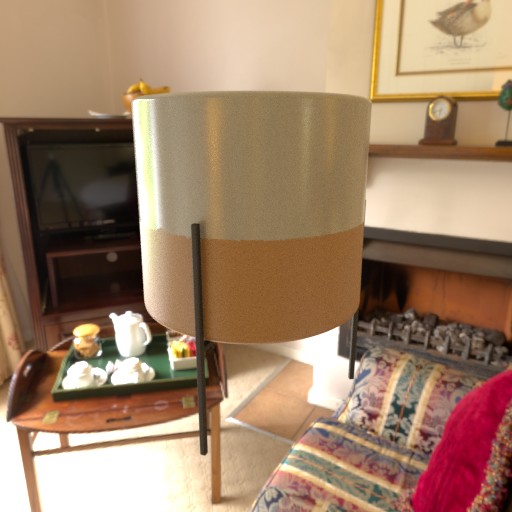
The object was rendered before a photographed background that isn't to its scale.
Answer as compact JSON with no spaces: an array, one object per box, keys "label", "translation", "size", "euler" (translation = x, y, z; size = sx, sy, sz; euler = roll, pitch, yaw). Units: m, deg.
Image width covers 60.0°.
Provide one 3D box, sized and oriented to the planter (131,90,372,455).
[{"label":"planter","translation":[0.000,0.000,0.720],"size":[0.360,0.480,0.348],"euler":[-2,16,-8]}]
